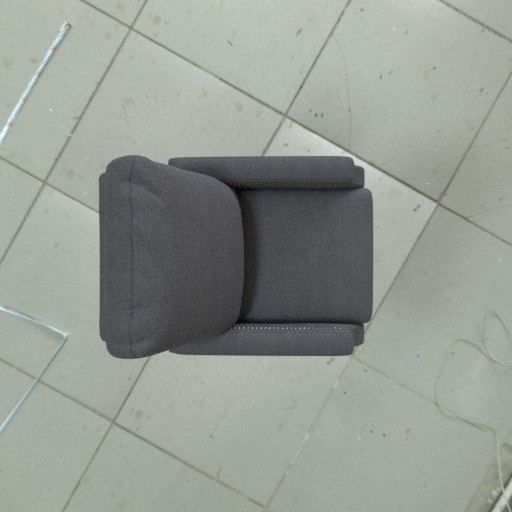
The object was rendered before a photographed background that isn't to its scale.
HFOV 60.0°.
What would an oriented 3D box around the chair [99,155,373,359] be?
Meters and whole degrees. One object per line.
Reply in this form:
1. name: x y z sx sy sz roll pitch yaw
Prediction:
1. chair: 0.000 0.000 1.664 0.922 1.049 0.710 0 91 0
